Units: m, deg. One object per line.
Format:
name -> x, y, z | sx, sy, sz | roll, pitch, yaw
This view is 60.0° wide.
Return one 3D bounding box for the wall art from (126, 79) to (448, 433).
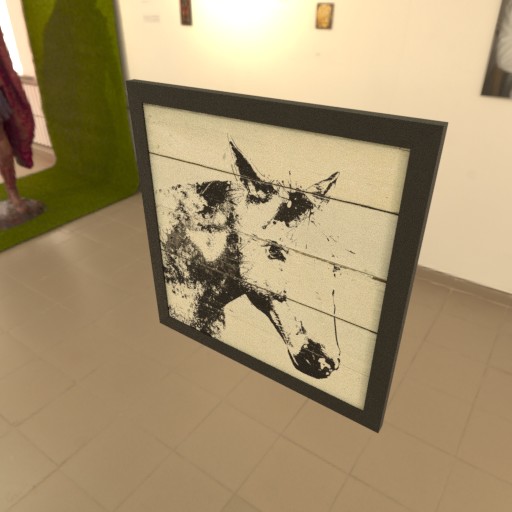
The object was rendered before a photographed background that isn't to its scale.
wall art -> 0.000, 0.000, 1.480 | 1.016, 1.016, 0.038 | 19, 36, 29
